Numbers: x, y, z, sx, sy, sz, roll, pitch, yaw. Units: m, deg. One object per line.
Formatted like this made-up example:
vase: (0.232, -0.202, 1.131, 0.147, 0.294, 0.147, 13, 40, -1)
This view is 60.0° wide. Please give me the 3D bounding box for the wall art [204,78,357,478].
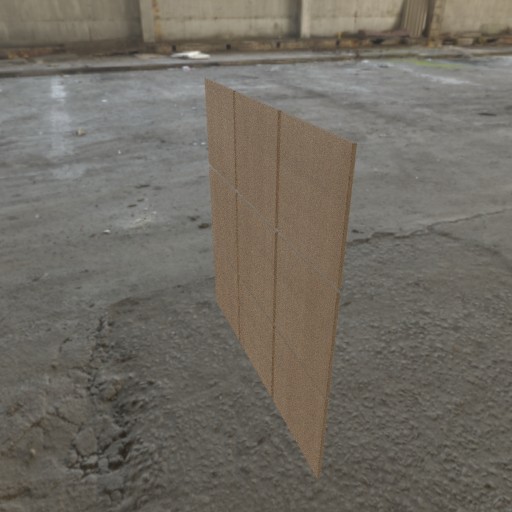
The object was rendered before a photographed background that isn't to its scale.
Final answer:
wall art: (0.000, 0.000, 1.808, 0.013, 1.218, 1.219, -11, 31, -19)
